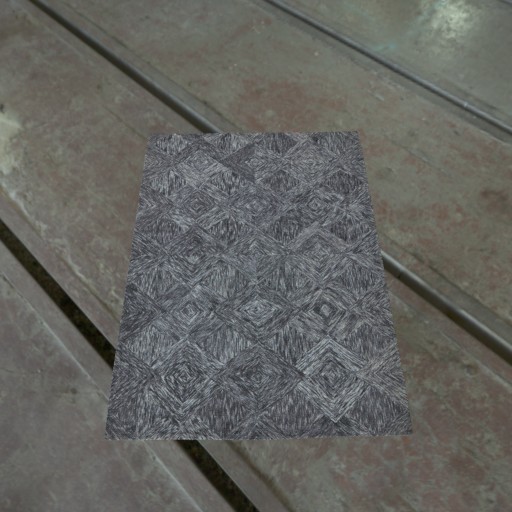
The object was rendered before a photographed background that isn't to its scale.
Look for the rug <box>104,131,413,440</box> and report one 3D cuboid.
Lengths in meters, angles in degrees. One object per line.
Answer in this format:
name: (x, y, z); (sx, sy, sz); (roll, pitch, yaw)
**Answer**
rug: (0.000, 0.000, 5.286); (2.997, 0.020, 4.093); (-1, 59, 0)
